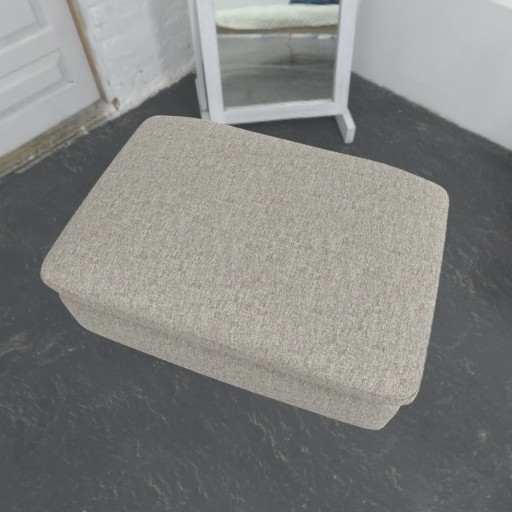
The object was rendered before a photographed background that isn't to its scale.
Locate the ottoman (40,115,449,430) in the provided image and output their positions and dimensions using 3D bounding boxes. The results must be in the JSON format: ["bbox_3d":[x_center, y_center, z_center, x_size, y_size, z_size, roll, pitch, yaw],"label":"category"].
[{"bbox_3d":[0.000,0.000,1.315,0.977,0.451,0.694,17,59,10],"label":"ottoman"}]
